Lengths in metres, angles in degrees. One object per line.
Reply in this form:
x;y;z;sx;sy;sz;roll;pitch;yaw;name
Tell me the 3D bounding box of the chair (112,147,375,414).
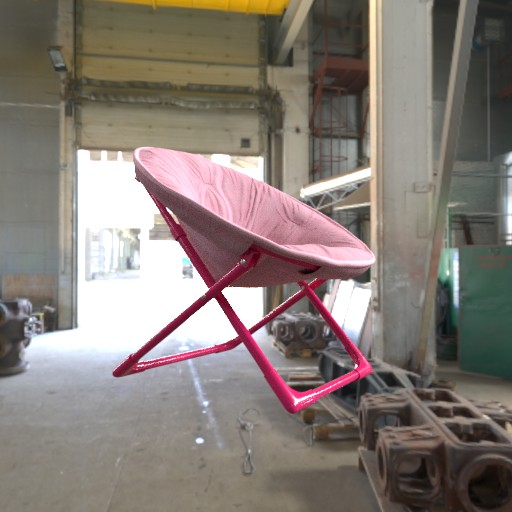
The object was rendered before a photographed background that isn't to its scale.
0.000;0.000;0.916;0.459;0.494;0.522;-1;-1;37;chair
